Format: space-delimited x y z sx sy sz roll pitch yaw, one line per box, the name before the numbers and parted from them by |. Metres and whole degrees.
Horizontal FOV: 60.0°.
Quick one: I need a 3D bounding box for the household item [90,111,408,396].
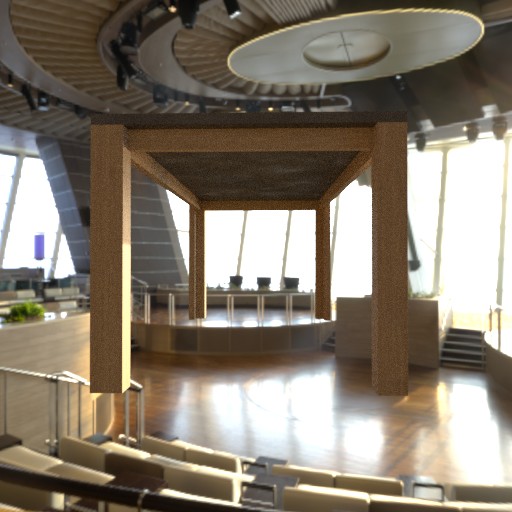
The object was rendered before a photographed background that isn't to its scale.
household item | 0.000 0.000 1.985 0.850 0.755 1.600 0 -1 2
